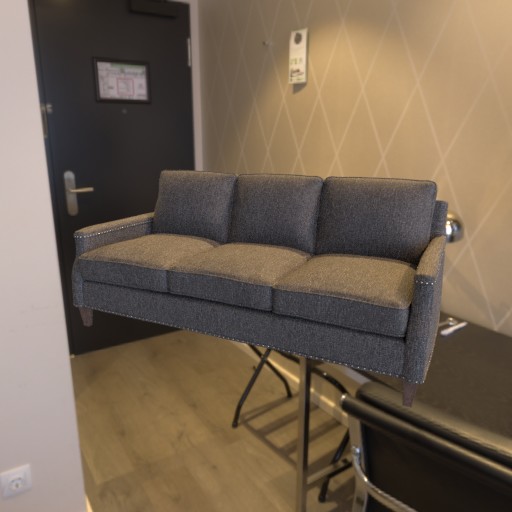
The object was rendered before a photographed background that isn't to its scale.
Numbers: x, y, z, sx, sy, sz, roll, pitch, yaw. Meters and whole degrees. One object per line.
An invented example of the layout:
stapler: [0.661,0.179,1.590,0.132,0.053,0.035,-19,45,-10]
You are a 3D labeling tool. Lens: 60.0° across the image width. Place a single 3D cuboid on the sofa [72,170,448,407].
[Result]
sofa: [0.000,0.000,2.868,2.246,1.003,1.084,7,17,26]
